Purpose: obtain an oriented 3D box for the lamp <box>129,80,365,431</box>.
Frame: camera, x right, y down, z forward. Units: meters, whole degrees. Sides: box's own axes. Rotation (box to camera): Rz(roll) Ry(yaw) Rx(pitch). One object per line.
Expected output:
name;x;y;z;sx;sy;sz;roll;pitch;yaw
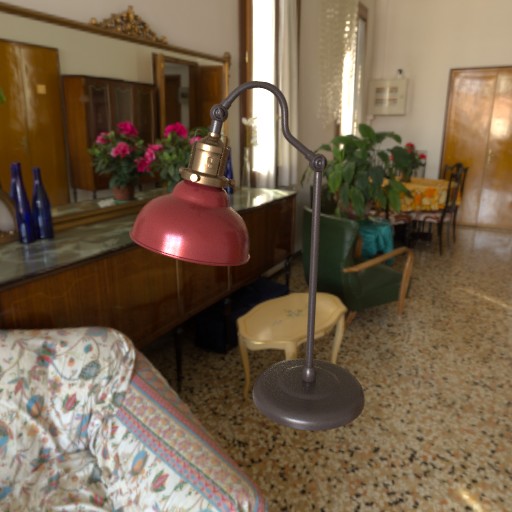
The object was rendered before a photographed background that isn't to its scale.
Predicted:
lamp;0.000;0.000;0.687;0.374;0.508;0.192;-2;16;-8
